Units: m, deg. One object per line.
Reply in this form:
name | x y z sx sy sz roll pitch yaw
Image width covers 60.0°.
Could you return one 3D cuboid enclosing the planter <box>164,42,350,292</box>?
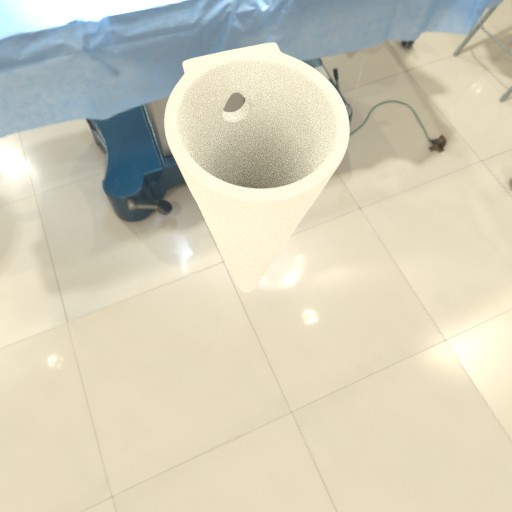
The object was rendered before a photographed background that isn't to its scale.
planter | 0.000 0.000 0.224 0.057 0.193 0.064 -15 64 -8
